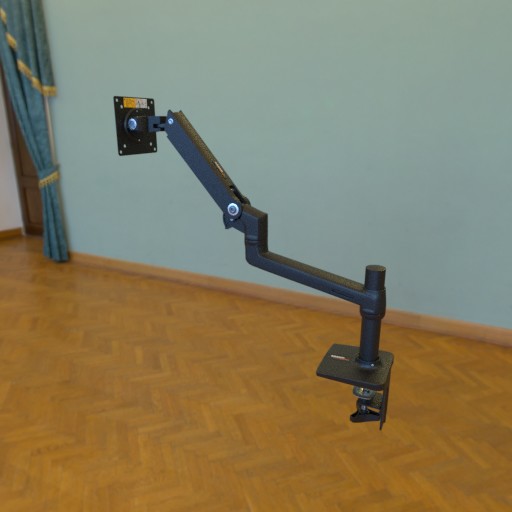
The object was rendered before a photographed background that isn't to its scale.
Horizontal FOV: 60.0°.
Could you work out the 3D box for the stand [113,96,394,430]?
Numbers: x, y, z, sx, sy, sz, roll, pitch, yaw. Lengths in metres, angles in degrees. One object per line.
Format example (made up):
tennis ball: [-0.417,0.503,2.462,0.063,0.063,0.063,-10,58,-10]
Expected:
stand: [0.000,0.000,1.036,0.650,0.713,0.152,8,19,24]
